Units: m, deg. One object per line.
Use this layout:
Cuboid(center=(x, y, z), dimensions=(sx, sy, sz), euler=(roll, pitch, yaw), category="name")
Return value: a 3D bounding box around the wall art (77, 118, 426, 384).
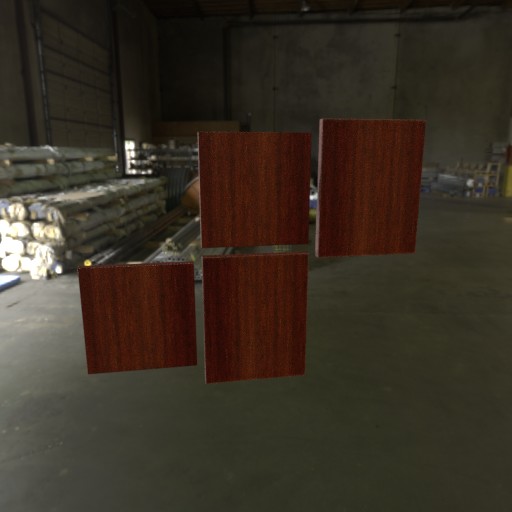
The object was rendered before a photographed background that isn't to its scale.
Cuboid(center=(0.000, 0.000, 0.836), dimensions=(0.635, 0.497, 0.030), euler=(-2, 14, -10), category="wall art")
